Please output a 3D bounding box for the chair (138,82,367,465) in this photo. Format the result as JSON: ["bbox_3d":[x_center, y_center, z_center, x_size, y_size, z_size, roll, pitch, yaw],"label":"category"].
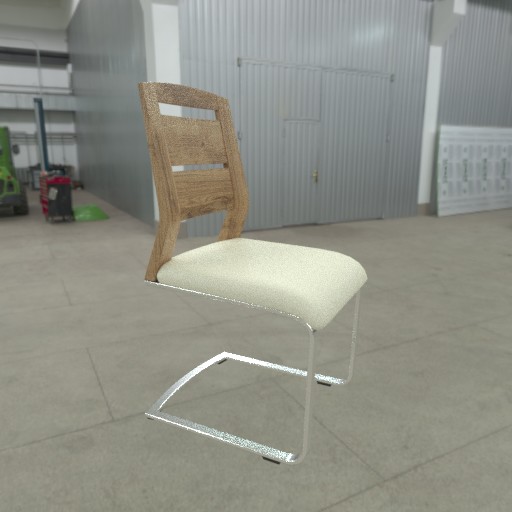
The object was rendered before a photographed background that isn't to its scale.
[{"bbox_3d":[0.000,0.000,1.283,0.561,0.955,0.457,7,15,26],"label":"chair"}]
